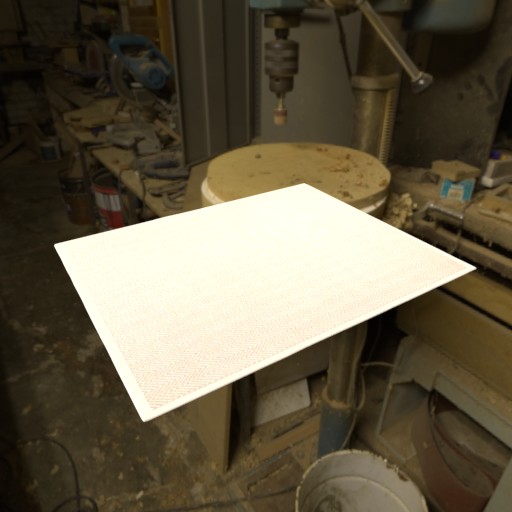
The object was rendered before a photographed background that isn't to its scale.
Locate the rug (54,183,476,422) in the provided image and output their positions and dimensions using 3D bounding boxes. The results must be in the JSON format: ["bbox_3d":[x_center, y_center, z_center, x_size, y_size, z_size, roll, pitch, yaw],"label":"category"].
[{"bbox_3d":[0.000,0.000,4.022,3.009,0.019,2.423,-18,35,-28],"label":"rug"}]
